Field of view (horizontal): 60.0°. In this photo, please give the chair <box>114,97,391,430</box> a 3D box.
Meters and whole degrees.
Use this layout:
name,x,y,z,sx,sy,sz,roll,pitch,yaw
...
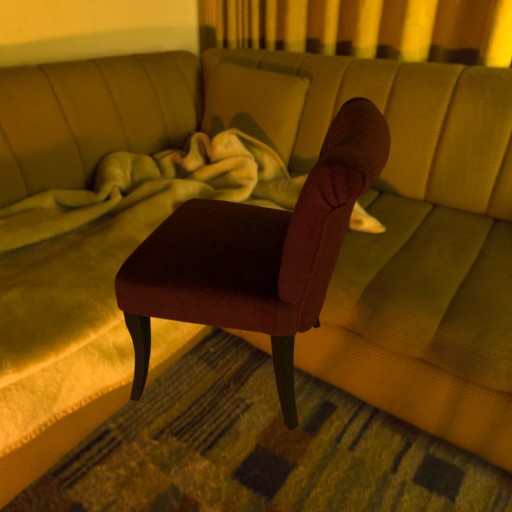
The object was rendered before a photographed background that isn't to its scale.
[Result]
name,x,y,z,sx,sy,sz,roll,pitch,yaw
chair,0.000,0.000,1.194,0.605,0.750,0.582,7,31,13
